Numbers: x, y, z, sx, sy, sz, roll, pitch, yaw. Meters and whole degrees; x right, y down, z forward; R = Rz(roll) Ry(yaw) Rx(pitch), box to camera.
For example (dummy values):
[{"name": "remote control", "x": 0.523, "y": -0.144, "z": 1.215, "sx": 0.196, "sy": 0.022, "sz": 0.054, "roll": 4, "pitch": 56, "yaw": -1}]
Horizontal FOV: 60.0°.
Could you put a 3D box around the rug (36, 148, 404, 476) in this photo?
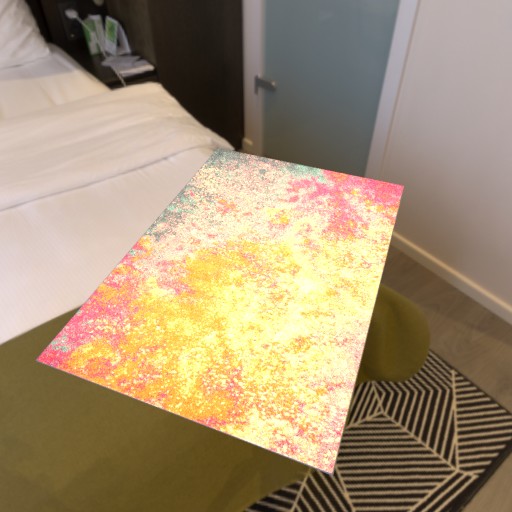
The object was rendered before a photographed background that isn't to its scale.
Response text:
[{"name": "rug", "x": 0.000, "y": 0.000, "z": 3.628, "sx": 2.007, "sy": 0.013, "sz": 2.896, "roll": 15, "pitch": 46, "yaw": 15}]
